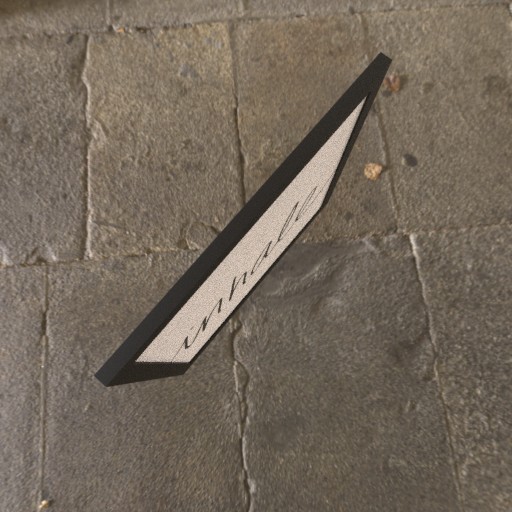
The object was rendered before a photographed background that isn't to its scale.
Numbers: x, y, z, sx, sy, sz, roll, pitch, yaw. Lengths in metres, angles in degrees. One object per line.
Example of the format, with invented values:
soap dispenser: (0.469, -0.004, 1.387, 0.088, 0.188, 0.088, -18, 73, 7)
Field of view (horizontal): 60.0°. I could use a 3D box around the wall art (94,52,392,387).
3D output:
wall art: (0.000, 0.000, 0.527, 0.013, 0.356, 0.356, 39, 80, 9)
